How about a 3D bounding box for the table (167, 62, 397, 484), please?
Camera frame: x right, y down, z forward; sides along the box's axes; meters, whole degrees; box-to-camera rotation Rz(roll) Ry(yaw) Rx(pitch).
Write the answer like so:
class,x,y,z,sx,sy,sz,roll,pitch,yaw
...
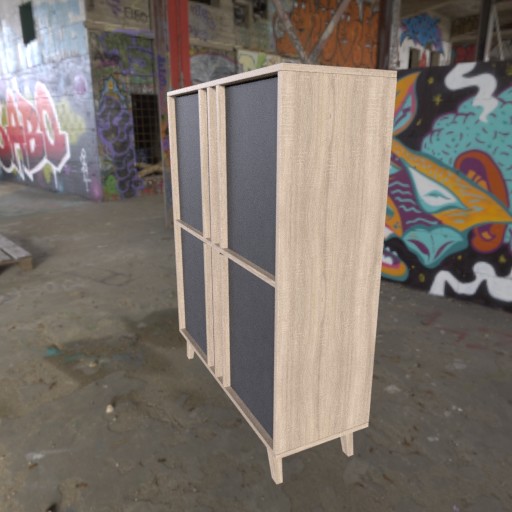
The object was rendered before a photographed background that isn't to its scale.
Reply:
class,x,y,z,sx,sy,sz,roll,pitch,yaw
table,0.000,0.000,1.911,0.398,1.388,1.111,-8,18,-25
